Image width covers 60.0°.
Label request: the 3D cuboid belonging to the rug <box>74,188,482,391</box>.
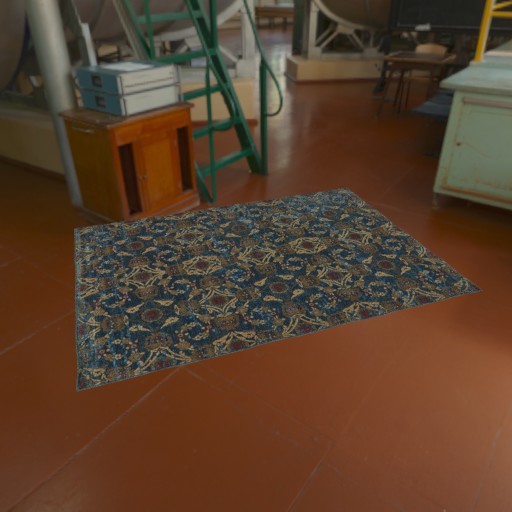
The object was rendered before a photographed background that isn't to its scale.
[{"bbox_3d":[0.000,0.000,4.266,3.291,0.013,2.337,-11,34,-16],"label":"rug"}]
